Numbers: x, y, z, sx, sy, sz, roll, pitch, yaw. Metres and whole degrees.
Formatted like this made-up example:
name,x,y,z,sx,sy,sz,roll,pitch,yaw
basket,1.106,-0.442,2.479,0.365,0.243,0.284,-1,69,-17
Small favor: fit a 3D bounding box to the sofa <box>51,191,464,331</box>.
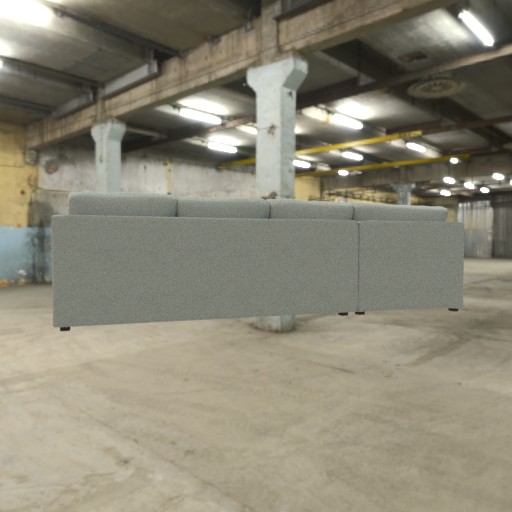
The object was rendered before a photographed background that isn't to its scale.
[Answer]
name,x,y,z,sx,sy,sz,roll,pitch,yaw
sofa,0.000,0.000,4.000,3.205,0.922,1.650,0,1,-18
